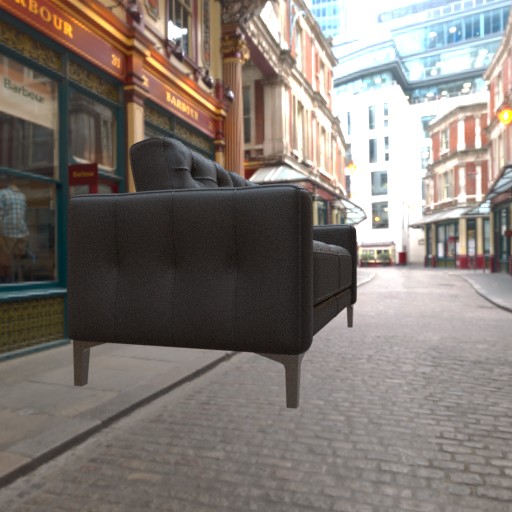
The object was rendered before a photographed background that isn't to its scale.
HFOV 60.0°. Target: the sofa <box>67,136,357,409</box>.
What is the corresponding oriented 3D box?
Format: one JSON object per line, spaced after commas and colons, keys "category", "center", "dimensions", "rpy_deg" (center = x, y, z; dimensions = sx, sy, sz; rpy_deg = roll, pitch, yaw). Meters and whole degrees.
{"category": "sofa", "center": [0.000, 0.000, 2.173], "dimensions": [0.833, 0.893, 1.726], "rpy_deg": [0, -1, 18]}
